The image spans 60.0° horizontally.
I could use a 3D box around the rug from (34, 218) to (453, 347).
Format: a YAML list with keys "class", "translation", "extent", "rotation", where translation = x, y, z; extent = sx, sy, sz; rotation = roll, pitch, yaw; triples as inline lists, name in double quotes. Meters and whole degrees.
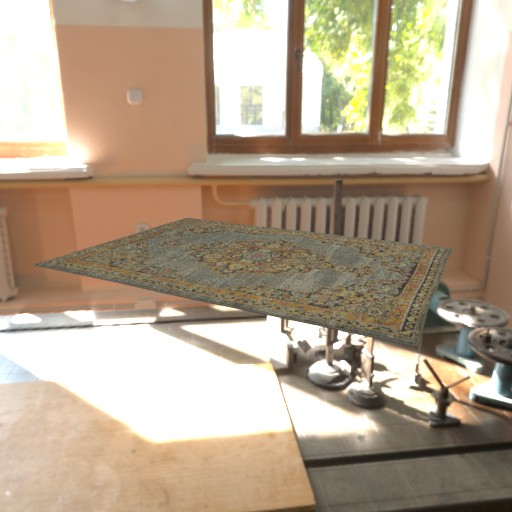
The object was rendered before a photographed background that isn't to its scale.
- class: "rug"
  translation: [0.000, 0.000, 3.938]
  extent: [3.063, 0.024, 2.158]
  rotation: [9, 19, 26]
